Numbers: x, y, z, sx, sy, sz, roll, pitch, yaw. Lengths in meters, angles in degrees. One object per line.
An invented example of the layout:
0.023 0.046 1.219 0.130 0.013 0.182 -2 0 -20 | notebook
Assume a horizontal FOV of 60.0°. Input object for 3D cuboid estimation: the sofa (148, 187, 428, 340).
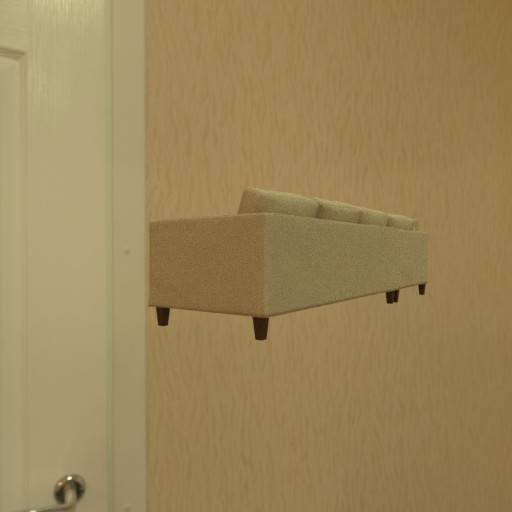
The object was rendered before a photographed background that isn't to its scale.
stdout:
0.000 0.000 4.308 2.432 0.863 3.182 0 1 36 | sofa
